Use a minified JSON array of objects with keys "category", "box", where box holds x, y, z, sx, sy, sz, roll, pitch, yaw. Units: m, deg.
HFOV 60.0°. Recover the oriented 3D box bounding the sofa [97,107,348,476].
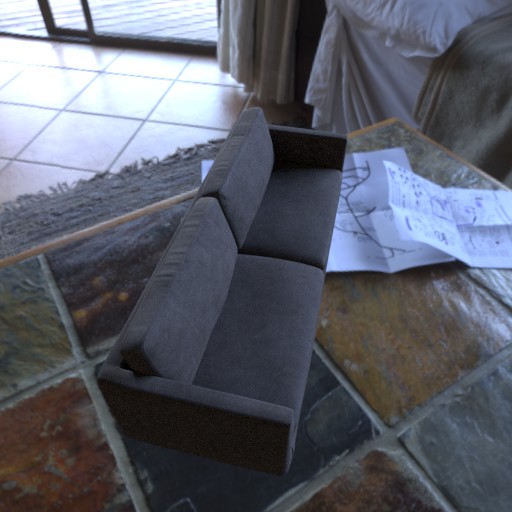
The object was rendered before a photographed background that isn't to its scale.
[{"category":"sofa","box":[0.000,0.000,2.945,0.951,0.965,2.434,10,47,10]}]
